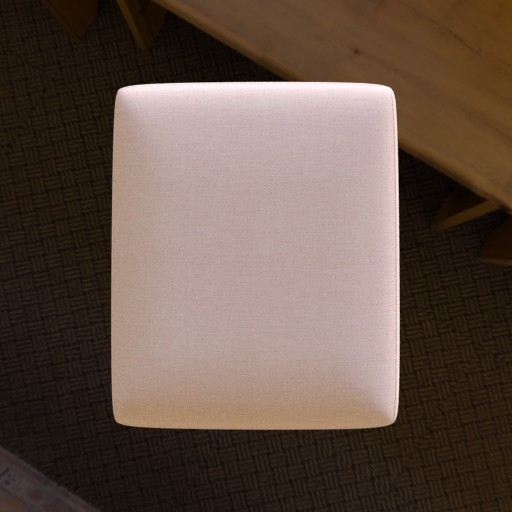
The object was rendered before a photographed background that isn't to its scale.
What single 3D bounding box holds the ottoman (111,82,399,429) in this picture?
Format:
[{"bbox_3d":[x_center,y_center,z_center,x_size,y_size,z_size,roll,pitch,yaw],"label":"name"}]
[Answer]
[{"bbox_3d":[0.000,0.000,1.172,0.657,0.453,0.794,0,89,1],"label":"ottoman"}]
